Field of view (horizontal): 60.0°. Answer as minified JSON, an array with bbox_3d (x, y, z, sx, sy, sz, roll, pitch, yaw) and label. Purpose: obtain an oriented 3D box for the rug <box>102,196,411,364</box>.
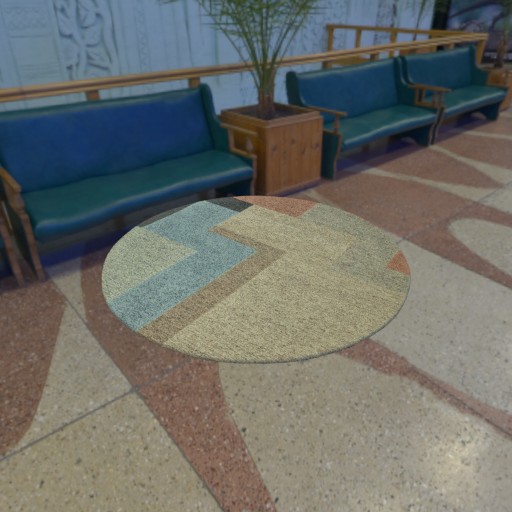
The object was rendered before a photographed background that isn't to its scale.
[{"bbox_3d":[0.000,0.000,3.667,2.461,0.033,2.461,0,31,0],"label":"rug"}]
